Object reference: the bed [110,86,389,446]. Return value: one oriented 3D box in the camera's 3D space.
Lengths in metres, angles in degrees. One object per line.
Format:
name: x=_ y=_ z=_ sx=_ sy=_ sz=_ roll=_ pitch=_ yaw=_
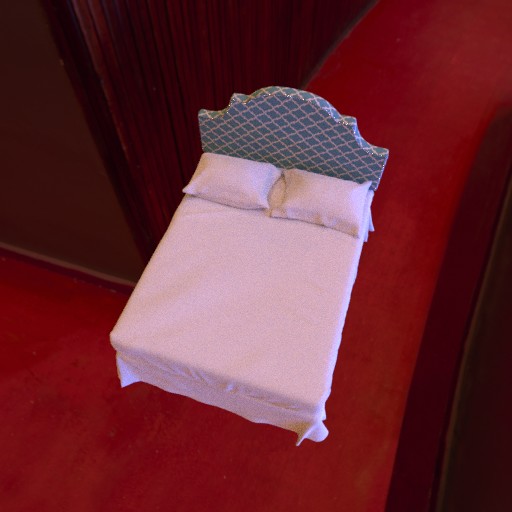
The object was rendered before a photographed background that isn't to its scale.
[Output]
bed: x=0.000 y=0.000 z=3.427 sx=1.780 sy=1.633 sz=2.222 roll=15 pitch=59 yaw=9
